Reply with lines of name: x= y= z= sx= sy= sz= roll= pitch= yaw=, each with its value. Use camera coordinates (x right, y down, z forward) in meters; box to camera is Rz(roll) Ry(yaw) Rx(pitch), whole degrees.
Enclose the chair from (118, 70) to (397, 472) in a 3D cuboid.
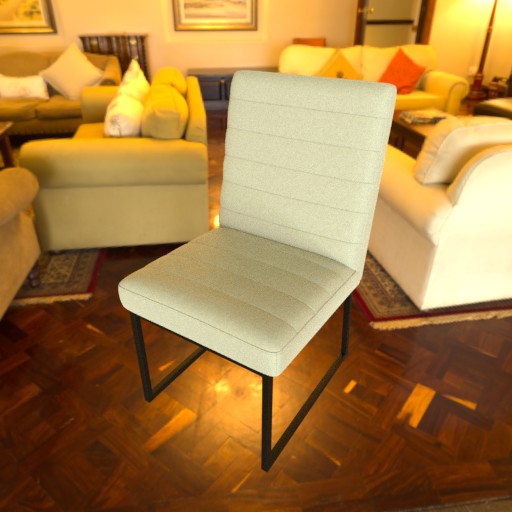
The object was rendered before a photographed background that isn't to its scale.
chair: x=0.000 y=0.000 z=1.300 sx=0.520 sy=0.930 sz=0.634 roll=18 pitch=35 yaw=28
